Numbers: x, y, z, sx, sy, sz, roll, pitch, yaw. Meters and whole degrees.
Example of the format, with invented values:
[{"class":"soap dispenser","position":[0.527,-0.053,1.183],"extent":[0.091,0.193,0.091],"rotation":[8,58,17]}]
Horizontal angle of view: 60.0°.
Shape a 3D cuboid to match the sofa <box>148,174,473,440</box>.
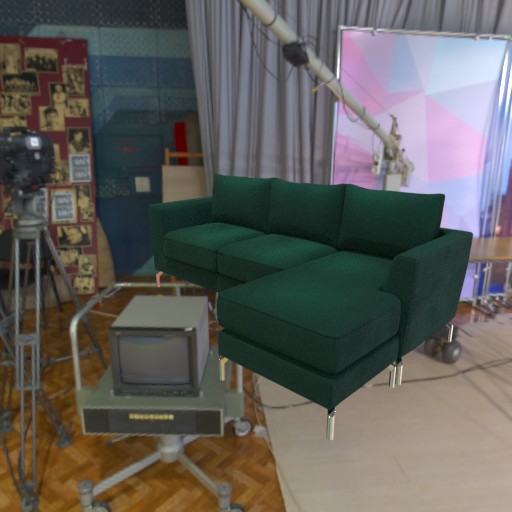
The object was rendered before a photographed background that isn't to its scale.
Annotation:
[{"class":"sofa","position":[0.000,0.000,3.182],"extent":[2.441,1.007,1.489],"rotation":[15,21,42]}]
